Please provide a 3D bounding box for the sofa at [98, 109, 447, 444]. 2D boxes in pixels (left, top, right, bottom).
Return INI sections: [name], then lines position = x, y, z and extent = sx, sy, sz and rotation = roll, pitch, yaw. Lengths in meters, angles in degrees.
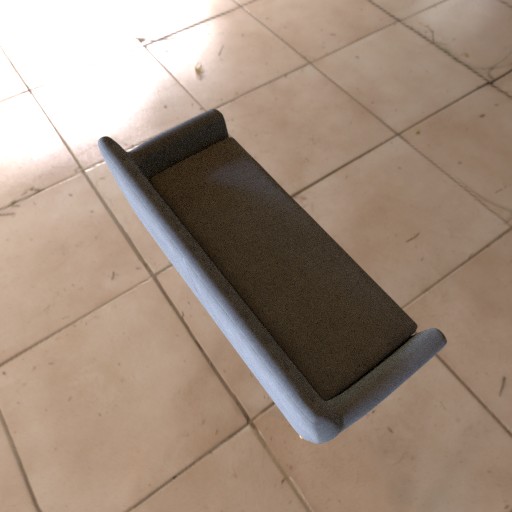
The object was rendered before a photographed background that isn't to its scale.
[sofa]
position = 0.000, 0.000, 2.467
extent = 0.830, 0.830, 1.970
rotation = -32, 64, -18
